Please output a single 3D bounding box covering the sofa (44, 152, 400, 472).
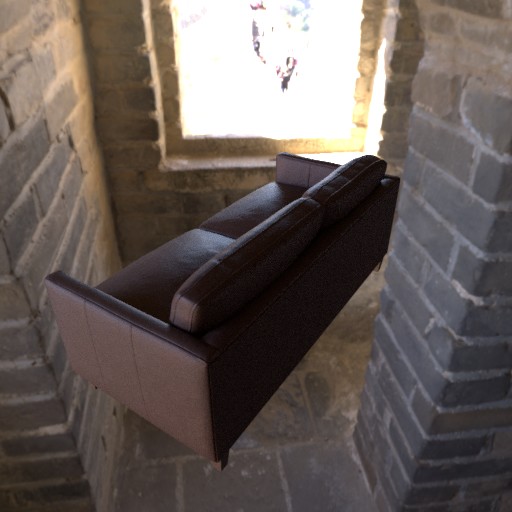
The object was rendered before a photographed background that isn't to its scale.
[{"bbox_3d":[0.000,0.000,2.461,0.923,0.863,1.971,19,37,28],"label":"sofa"}]
